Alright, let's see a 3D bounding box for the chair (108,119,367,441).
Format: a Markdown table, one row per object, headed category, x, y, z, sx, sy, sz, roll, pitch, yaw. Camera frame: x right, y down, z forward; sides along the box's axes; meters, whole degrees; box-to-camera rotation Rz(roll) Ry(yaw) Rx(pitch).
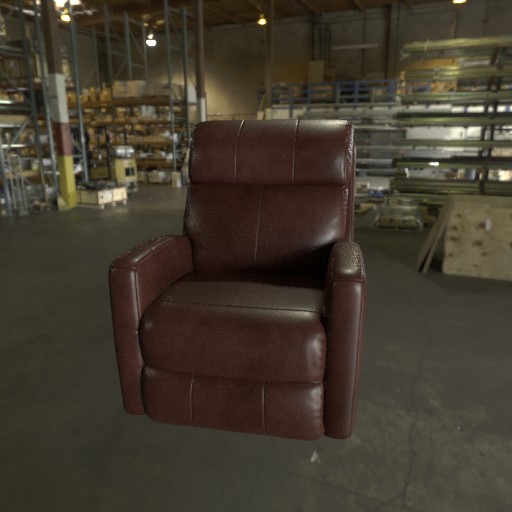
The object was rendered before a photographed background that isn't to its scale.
| category | x | y | z | sx | sy | sz | roll | pitch | yaw |
| --- | --- | --- | --- | --- | --- | --- | --- | --- | --- |
| chair | 0.000 | 0.000 | 1.679 | 0.787 | 1.016 | 0.939 | 3 | 15 | 10 |
